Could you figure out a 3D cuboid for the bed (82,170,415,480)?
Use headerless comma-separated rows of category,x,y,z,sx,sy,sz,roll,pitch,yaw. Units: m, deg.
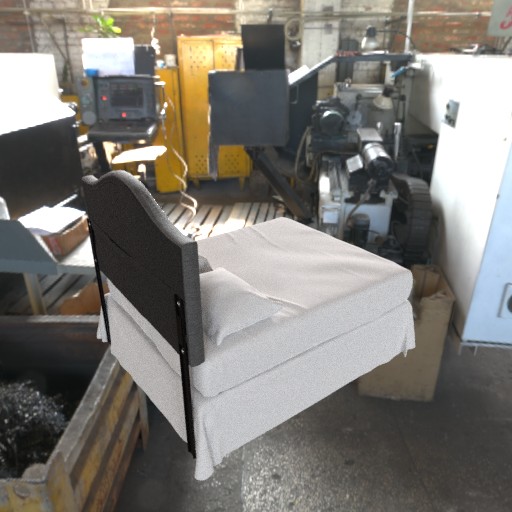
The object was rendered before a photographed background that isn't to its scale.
bed,0.000,0.000,3.531,2.221,1.645,1.876,-17,30,-33
